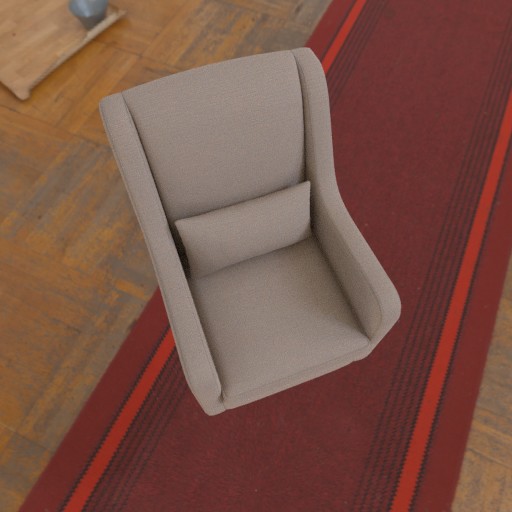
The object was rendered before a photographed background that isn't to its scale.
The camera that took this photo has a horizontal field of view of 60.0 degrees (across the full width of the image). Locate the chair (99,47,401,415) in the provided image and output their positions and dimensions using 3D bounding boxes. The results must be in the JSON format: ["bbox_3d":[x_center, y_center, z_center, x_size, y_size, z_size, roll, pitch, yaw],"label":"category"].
[{"bbox_3d":[0.000,0.000,1.630,0.715,1.017,0.896,-18,64,-9],"label":"chair"}]
